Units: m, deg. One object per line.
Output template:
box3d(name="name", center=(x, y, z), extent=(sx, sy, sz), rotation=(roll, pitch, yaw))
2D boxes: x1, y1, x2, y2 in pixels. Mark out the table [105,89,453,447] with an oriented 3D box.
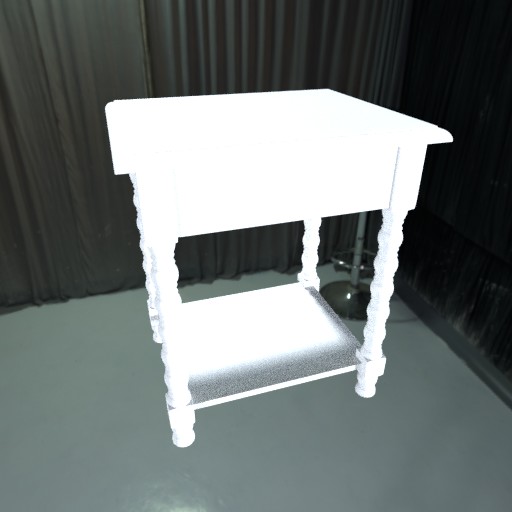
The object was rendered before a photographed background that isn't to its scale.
box3d(name="table", center=(0.000, 0.000, 0.841), extent=(0.460, 0.531, 0.381), rotation=(-9, 30, -16))
